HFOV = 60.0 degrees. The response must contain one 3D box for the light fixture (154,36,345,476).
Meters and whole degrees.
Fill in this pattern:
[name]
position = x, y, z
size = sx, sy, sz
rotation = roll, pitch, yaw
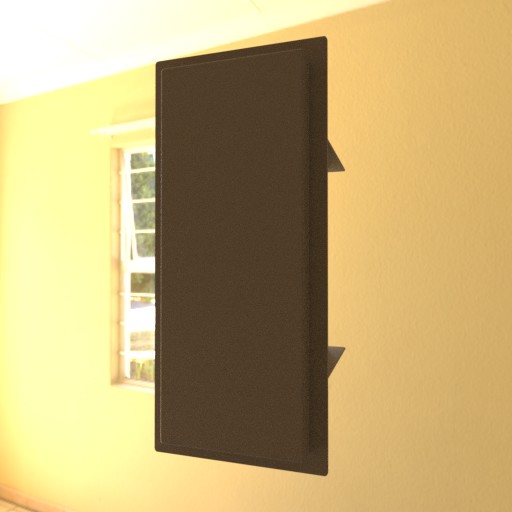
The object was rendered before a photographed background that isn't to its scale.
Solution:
[light fixture]
position = 0.000, 0.000, 0.425
size = 0.153, 0.347, 0.146
rotation = 0, -1, 18
